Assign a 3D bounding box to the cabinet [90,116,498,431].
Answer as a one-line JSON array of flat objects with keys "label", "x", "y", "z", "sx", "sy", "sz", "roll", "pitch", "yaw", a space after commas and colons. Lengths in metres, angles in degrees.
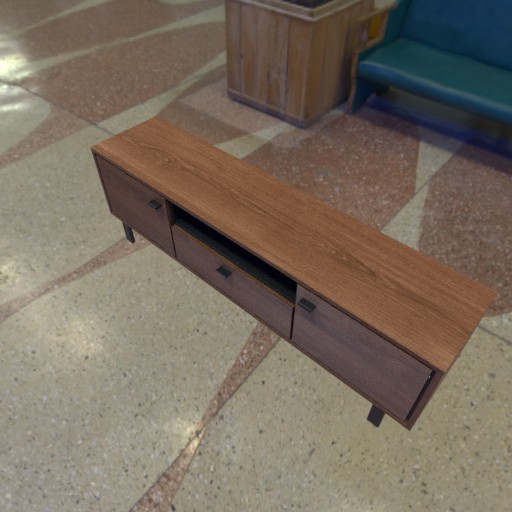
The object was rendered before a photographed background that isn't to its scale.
[{"label": "cabinet", "x": 0.000, "y": 0.000, "z": 1.829, "sx": 1.650, "sy": 0.500, "sz": 0.400, "roll": 33, "pitch": 54, "yaw": 28}]
